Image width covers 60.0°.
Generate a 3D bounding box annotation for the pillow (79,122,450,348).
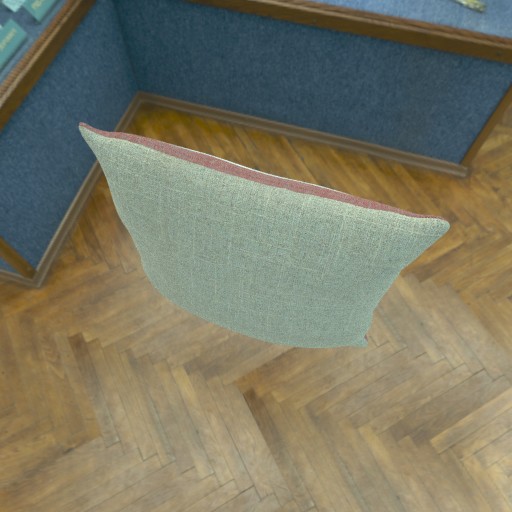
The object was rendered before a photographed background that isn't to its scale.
[{"bbox_3d":[0.000,0.000,0.668,0.439,0.427,0.182,17,65,8],"label":"pillow"}]
